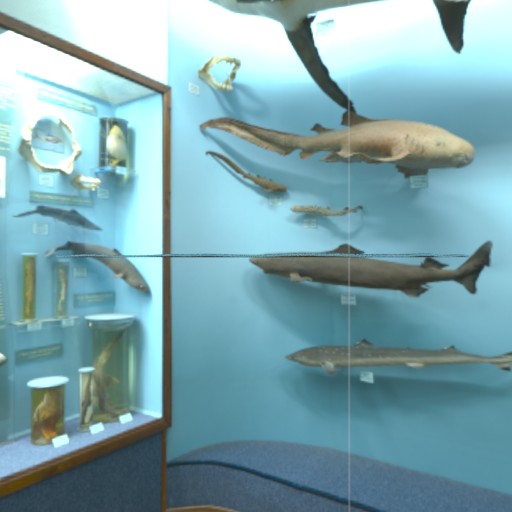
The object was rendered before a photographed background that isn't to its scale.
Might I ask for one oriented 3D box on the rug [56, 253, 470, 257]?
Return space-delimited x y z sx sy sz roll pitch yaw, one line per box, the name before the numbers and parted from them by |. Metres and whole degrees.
rug | 0.000 0.000 2.330 1.847 0.014 1.195 0 0 37
